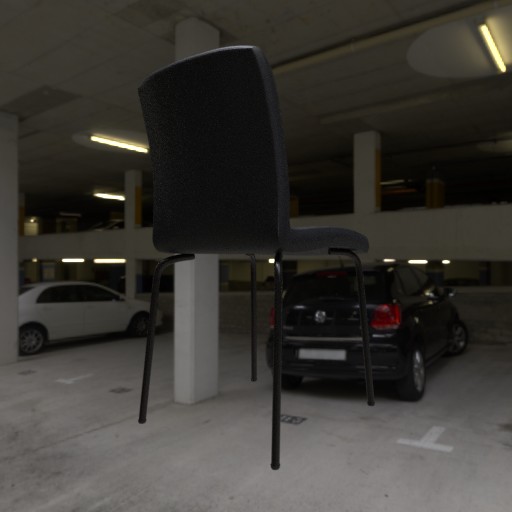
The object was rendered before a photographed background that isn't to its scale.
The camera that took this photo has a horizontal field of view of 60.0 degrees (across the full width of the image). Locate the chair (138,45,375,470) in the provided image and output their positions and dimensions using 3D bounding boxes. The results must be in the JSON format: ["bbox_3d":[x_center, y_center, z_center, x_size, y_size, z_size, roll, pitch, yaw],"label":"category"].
[{"bbox_3d":[0.000,0.000,1.203,0.450,0.872,0.572,0,0,37],"label":"chair"}]
